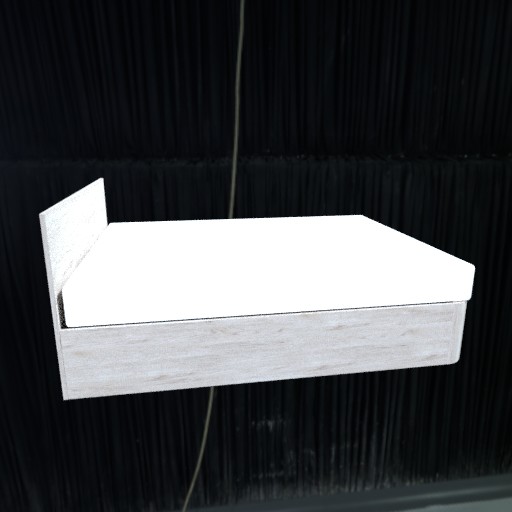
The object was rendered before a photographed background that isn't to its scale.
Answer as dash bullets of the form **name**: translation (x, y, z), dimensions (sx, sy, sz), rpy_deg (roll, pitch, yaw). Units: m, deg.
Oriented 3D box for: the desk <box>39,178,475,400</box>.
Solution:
- **desk**: translation (0.000, 0.000, 2.599), dimensions (1.900, 0.800, 1.400), rpy_deg (-3, 16, -9)
